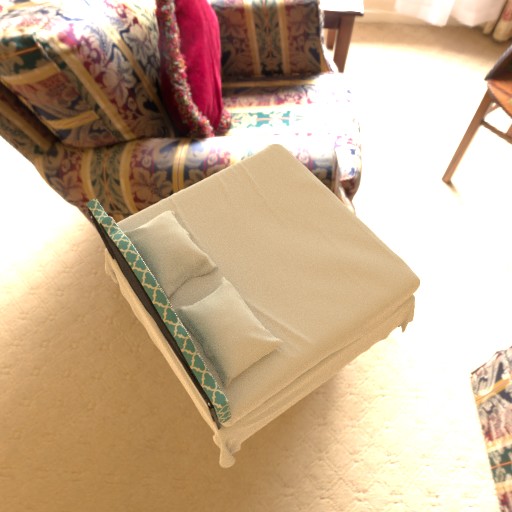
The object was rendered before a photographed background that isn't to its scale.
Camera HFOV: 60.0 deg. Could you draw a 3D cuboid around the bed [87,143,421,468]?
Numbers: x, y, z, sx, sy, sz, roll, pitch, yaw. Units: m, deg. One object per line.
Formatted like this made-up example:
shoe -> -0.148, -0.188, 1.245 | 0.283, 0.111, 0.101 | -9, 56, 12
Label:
bed -> 0.000, 0.000, 3.766 | 2.222, 1.601, 2.314 | -30, 62, -18
